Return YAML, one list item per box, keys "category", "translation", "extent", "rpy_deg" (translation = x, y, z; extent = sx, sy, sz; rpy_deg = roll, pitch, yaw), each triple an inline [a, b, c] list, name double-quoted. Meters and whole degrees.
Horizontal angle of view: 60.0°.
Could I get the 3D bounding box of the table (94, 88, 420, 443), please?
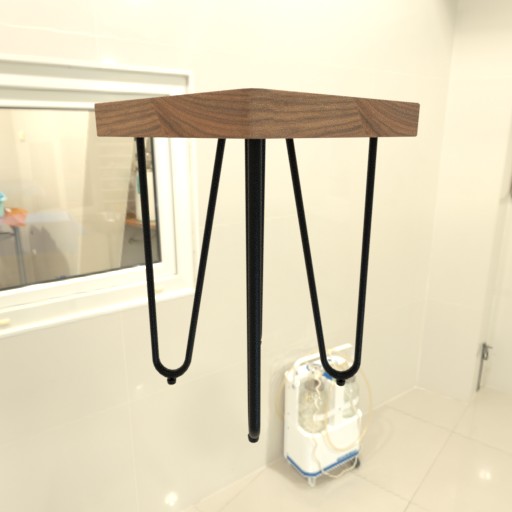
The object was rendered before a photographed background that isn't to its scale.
- category: "table"
  translation: [0.000, 0.000, 0.984]
  extent: [0.479, 0.641, 0.480]
  rpy_deg: [-15, 21, -42]
